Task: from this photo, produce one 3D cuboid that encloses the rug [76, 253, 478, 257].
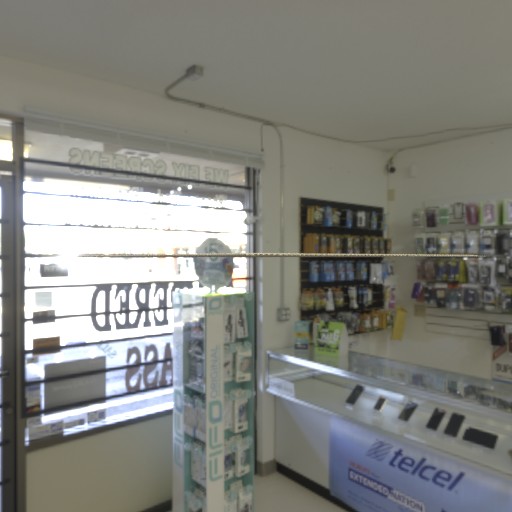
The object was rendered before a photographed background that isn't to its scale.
[{"bbox_3d":[0.000,0.000,3.881,2.256,0.013,2.910,0,0,-37],"label":"rug"}]
